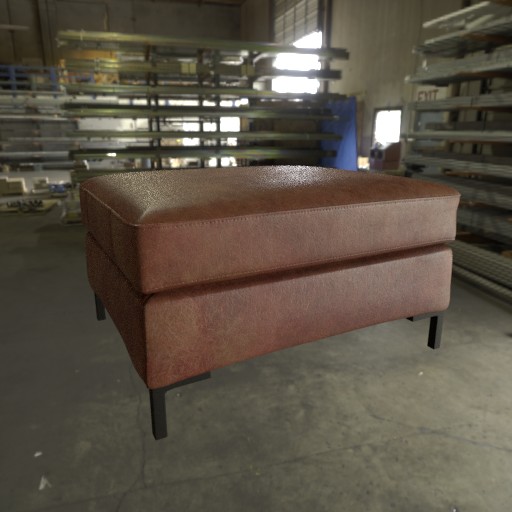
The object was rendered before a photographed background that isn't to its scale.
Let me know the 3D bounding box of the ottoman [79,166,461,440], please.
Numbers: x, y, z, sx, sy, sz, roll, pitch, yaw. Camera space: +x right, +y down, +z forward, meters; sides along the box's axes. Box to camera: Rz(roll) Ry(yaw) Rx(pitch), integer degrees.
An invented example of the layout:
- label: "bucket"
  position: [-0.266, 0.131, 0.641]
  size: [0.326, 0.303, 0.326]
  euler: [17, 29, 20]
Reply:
- label: "ottoman"
  position: [0.000, 0.000, 1.779]
  size: [1.186, 0.667, 0.965]
  euler: [-8, 18, -27]
